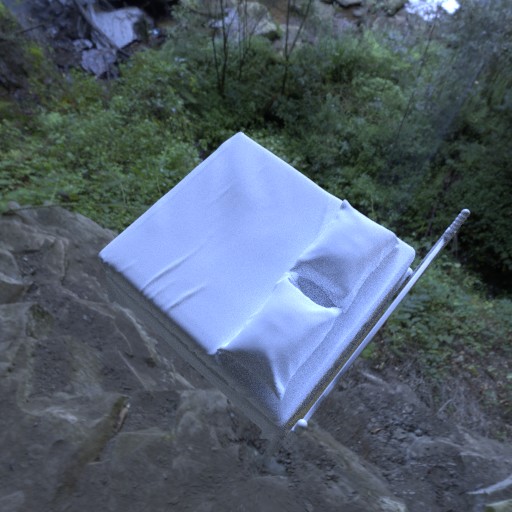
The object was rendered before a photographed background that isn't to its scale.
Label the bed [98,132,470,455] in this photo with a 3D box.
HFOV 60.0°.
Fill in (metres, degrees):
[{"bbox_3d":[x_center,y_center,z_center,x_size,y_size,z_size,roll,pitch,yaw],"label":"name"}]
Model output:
[{"bbox_3d":[0.000,0.000,3.289,2.040,1.356,1.873,38,69,17],"label":"bed"}]
